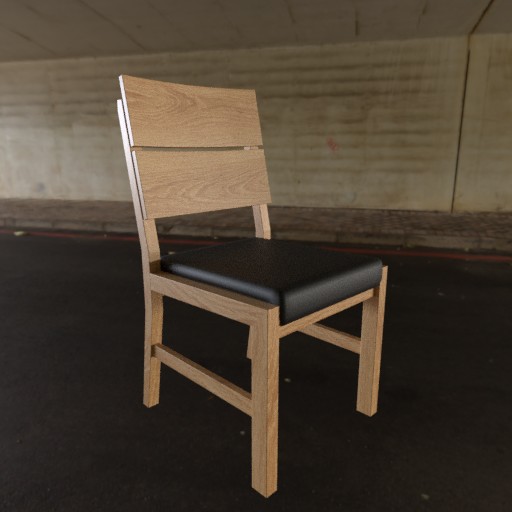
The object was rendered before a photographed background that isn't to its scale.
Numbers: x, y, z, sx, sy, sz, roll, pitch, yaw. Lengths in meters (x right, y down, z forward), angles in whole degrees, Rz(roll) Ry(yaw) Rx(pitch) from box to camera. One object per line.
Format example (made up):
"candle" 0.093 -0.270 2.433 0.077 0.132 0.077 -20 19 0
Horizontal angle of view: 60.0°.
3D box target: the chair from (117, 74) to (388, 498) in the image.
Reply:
"chair" 0.000 0.000 1.239 0.475 0.950 0.569 -14 20 -43
